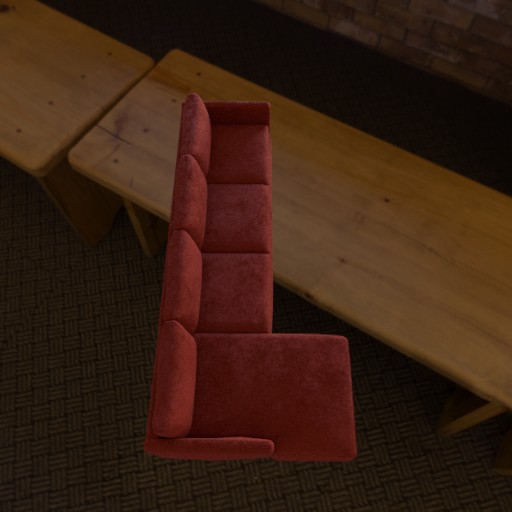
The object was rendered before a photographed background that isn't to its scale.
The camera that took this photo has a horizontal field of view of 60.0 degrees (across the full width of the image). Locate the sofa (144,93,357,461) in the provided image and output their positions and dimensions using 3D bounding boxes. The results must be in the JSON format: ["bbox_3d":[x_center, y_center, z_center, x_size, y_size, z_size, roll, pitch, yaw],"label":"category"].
[{"bbox_3d":[0.000,0.000,2.943,1.136,0.663,2.467,0,63,0],"label":"sofa"}]
